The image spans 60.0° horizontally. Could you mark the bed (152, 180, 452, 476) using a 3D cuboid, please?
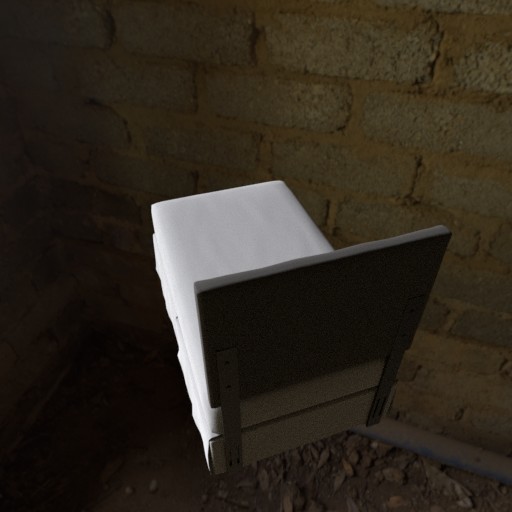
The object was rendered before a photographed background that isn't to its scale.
[{"bbox_3d":[0.000,0.000,2.977,1.261,1.571,1.997,-13,43,-14],"label":"bed"}]
